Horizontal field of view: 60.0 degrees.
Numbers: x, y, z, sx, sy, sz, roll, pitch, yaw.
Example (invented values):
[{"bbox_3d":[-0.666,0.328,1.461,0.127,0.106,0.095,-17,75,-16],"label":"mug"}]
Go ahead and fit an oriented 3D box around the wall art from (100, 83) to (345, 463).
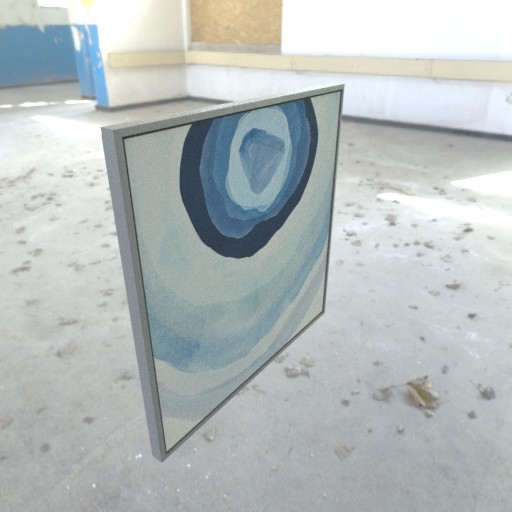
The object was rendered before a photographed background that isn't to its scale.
[{"bbox_3d":[0.000,0.000,1.201,0.038,0.807,0.809,19,33,33],"label":"wall art"}]
